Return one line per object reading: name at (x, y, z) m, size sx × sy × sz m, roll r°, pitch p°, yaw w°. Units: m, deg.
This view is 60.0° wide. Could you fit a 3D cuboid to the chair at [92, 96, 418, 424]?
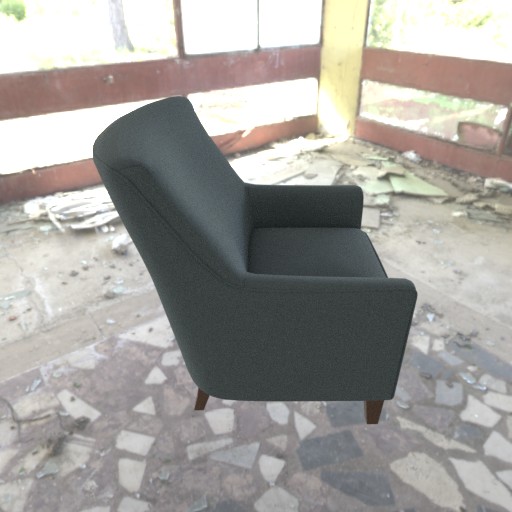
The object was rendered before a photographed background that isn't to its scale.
chair at (0.000, 0.000, 1.517) m, size 0.879 × 0.916 × 0.756 m, roll 0°, pitch 31°, yaw 0°
